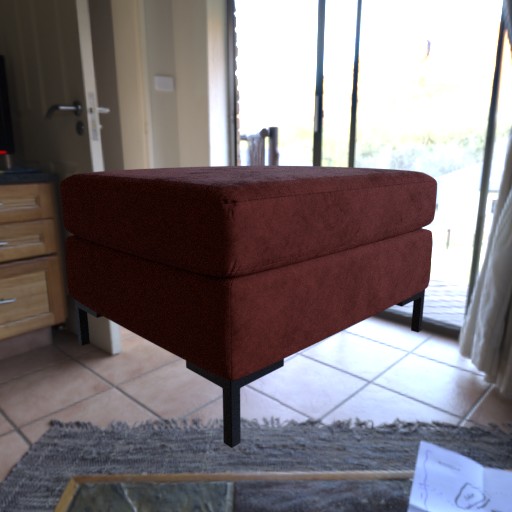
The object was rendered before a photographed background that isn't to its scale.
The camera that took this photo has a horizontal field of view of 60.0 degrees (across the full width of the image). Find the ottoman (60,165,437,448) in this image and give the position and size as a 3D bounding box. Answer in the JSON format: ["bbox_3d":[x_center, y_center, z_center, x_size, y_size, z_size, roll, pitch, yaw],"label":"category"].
[{"bbox_3d":[0.000,0.000,1.177,0.650,0.462,0.782,13,18,43],"label":"ottoman"}]
